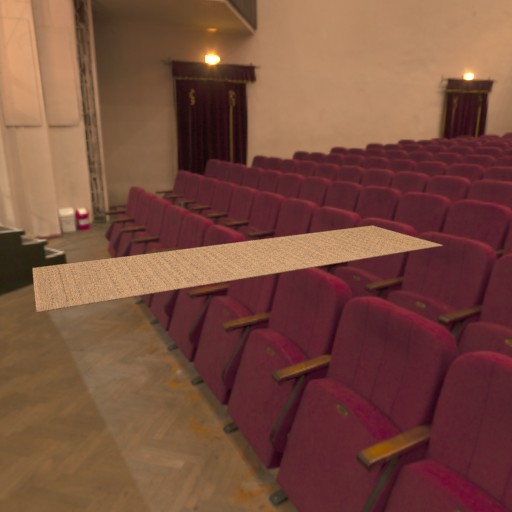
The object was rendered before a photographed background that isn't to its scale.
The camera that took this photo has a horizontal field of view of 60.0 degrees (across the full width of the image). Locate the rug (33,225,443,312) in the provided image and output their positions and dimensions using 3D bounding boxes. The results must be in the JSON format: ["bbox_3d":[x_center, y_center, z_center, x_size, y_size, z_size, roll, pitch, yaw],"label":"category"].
[{"bbox_3d":[0.000,0.000,2.701,2.437,0.005,0.688,-8,18,-26],"label":"rug"}]
